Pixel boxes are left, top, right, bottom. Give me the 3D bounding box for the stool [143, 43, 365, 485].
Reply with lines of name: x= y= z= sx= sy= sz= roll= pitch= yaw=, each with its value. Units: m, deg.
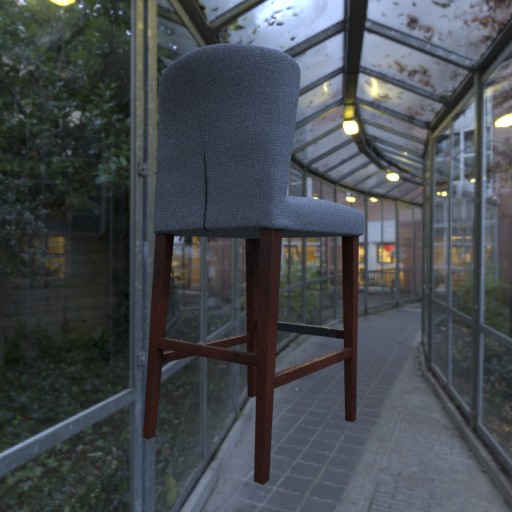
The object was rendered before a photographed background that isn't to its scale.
stool: x=0.000 y=0.000 z=1.367 sx=0.486 sy=1.069 sz=0.568 roll=0 pitch=0 yaw=38
